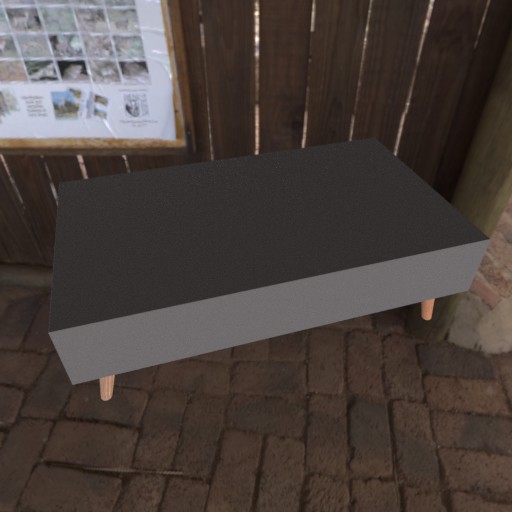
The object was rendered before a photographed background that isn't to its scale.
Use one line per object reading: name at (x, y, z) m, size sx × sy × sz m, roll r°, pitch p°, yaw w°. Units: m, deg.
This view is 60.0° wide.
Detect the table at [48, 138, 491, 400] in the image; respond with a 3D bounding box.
table at (0.000, 0.000, 1.530) m, size 1.201 × 0.404 × 0.703 m, roll -11°, pitch 42°, yaw -13°
